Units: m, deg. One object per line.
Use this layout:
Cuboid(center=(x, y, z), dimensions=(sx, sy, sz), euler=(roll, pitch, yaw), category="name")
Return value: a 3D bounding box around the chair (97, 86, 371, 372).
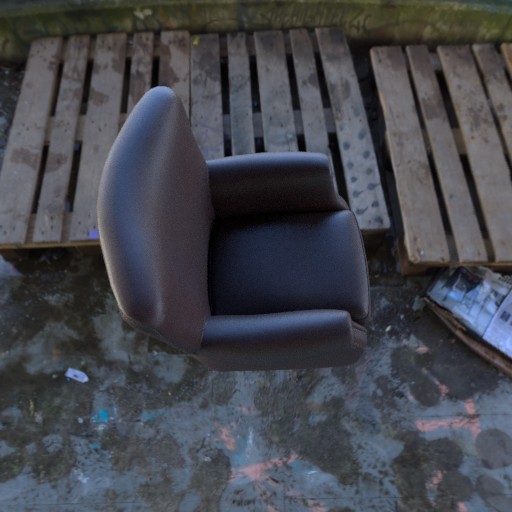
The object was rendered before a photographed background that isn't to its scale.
Cuboid(center=(0.000, 0.000, 1.393), dimensions=(0.746, 0.800, 0.700), euler=(-1, 64, -1), category="chair")
